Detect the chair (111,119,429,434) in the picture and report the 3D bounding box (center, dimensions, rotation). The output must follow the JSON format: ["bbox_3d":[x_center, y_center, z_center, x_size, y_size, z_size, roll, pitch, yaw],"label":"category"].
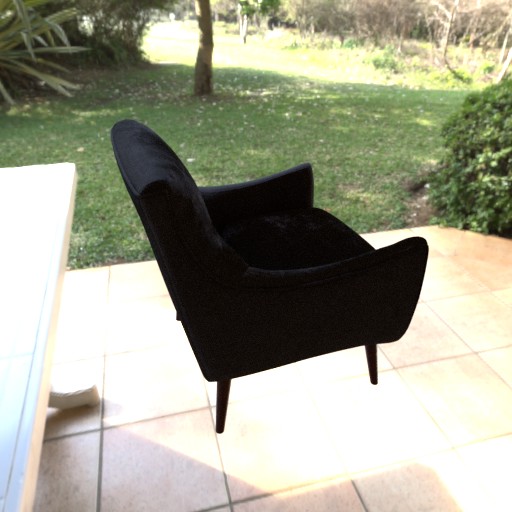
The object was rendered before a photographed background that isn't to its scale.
[{"bbox_3d":[0.000,0.000,1.473,0.787,0.838,0.762,-11,32,-18],"label":"chair"}]
